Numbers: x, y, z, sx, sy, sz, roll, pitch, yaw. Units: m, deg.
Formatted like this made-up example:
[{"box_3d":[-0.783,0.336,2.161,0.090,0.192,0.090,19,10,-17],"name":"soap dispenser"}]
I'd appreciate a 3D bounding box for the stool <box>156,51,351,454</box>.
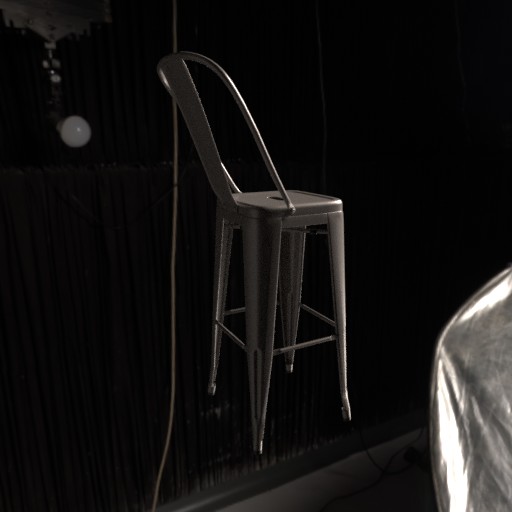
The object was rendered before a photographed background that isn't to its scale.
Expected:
[{"box_3d":[0.000,0.000,1.356,0.513,1.096,0.399,-8,17,-27],"name":"stool"}]
